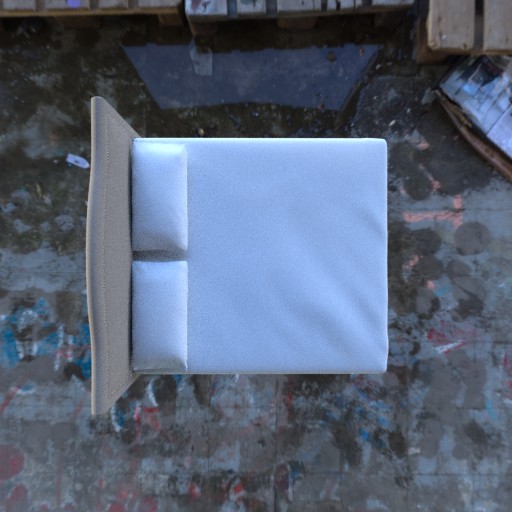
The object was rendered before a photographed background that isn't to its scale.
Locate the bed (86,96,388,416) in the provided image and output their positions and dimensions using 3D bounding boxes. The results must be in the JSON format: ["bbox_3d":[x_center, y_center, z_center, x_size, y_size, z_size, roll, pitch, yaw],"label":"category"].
[{"bbox_3d":[0.000,0.000,3.497,2.182,1.421,2.083,0,90,0],"label":"bed"}]
